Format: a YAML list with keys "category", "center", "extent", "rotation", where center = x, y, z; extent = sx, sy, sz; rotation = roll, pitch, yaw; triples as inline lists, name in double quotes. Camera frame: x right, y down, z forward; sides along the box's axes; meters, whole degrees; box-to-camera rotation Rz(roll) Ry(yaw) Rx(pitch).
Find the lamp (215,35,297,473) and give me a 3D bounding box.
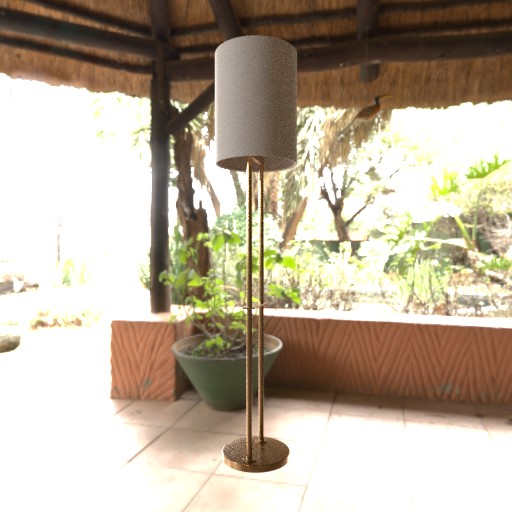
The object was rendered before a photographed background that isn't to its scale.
- category: "lamp"
  center: [0.000, 0.000, 1.657]
  extent: [0.305, 1.500, 0.306]
  rotation: [0, 0, 15]
